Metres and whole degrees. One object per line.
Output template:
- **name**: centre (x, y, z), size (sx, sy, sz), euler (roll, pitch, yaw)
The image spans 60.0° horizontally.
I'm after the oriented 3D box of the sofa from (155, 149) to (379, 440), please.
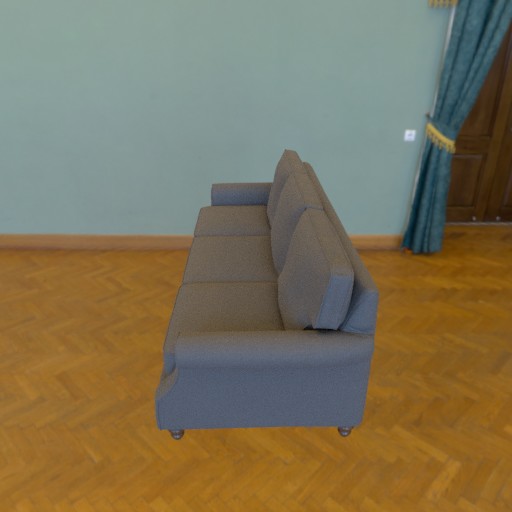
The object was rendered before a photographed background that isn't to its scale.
- **sofa**: centre (0.000, 0.000, 2.865), size (0.966, 0.948, 2.353), euler (-1, 26, -1)
